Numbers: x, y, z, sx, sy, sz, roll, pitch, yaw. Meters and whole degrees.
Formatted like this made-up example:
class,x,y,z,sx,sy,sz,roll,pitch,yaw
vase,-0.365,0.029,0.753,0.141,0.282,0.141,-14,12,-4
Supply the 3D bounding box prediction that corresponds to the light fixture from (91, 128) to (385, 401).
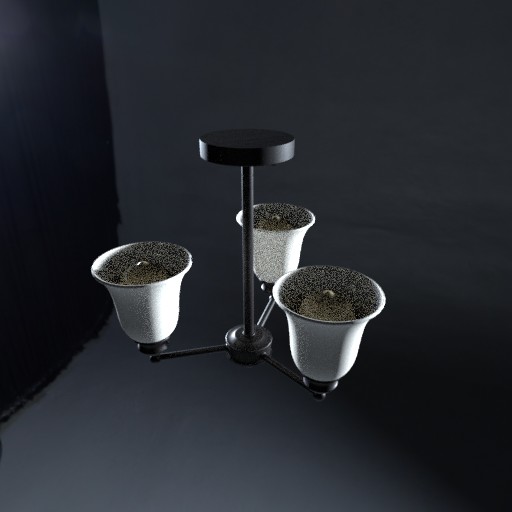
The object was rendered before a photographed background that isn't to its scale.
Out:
class,x,y,z,sx,sy,sz,roll,pitch,yaw
light fixture,0.000,0.000,0.675,0.388,0.370,0.354,8,28,16
